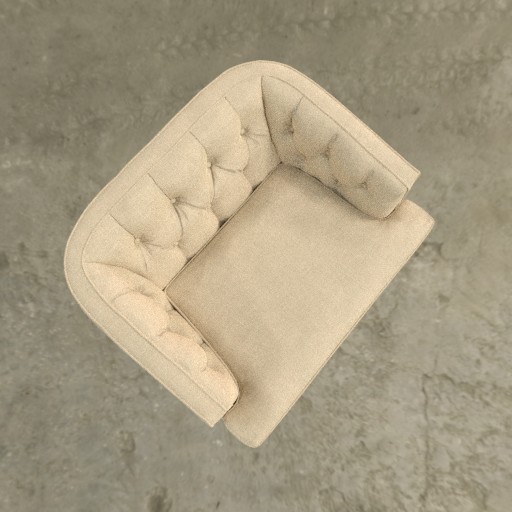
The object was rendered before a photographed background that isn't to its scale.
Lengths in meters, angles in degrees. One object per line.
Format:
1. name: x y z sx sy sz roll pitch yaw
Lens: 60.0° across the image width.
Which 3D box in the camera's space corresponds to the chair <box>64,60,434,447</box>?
1. chair: 0.000 0.000 1.733 0.914 0.787 1.118 40 80 9
